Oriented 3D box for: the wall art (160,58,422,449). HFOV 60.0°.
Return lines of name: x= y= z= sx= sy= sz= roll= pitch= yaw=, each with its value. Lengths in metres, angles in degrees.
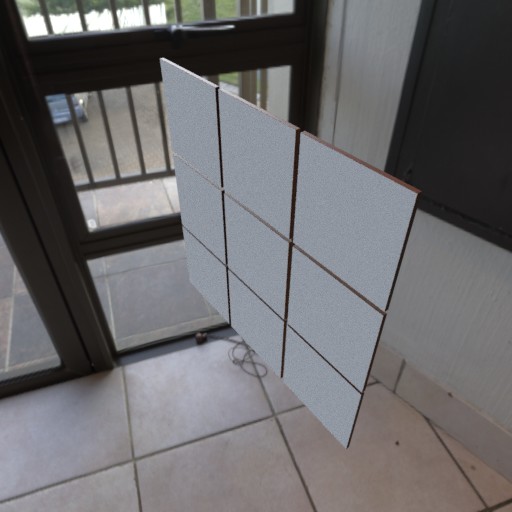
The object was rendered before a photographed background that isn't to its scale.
wall art: x=0.000 y=0.000 z=1.814 sx=0.017 sy=1.246 sz=1.256 roll=-26 pitch=47 yaw=-27
